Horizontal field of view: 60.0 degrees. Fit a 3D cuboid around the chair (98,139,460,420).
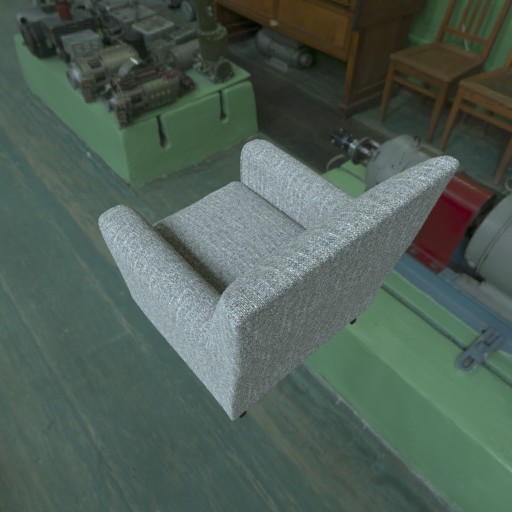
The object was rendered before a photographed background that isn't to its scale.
[{"bbox_3d":[0.000,0.000,1.672,0.864,0.928,0.873,-33,55,-27],"label":"chair"}]
